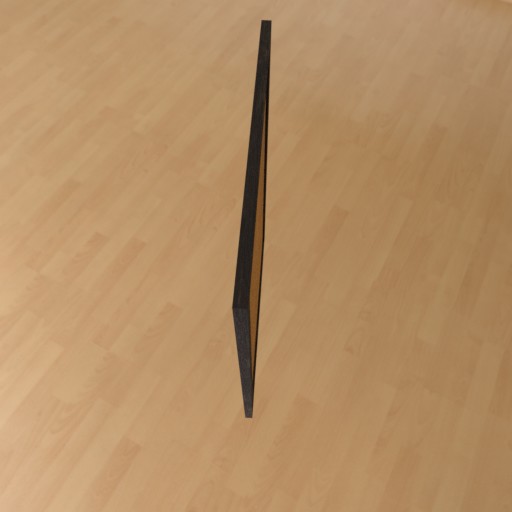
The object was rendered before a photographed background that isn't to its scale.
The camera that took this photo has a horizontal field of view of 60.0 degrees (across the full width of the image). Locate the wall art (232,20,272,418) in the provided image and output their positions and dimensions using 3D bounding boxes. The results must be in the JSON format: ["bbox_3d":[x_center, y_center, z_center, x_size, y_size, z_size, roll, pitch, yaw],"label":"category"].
[{"bbox_3d":[0.000,0.000,1.421,0.029,1.066,0.812,3,61,2],"label":"wall art"}]
